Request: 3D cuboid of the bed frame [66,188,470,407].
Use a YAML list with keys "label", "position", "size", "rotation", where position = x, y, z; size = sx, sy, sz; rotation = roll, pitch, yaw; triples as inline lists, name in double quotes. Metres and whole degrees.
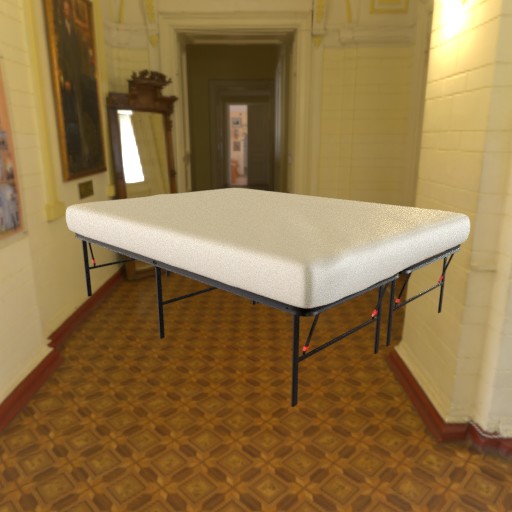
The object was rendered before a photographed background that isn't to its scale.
- label: "bed frame"
  position: [0.000, 0.000, 2.869]
  size: [2.151, 0.667, 1.584]
  rotation: [14, 21, 43]
